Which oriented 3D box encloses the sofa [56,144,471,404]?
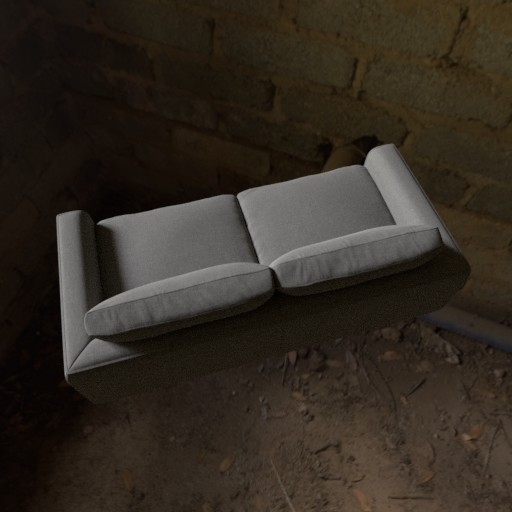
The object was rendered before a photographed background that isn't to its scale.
[{"bbox_3d":[0.000,0.000,2.707,2.262,0.801,1.070,-14,59,-8],"label":"sofa"}]
